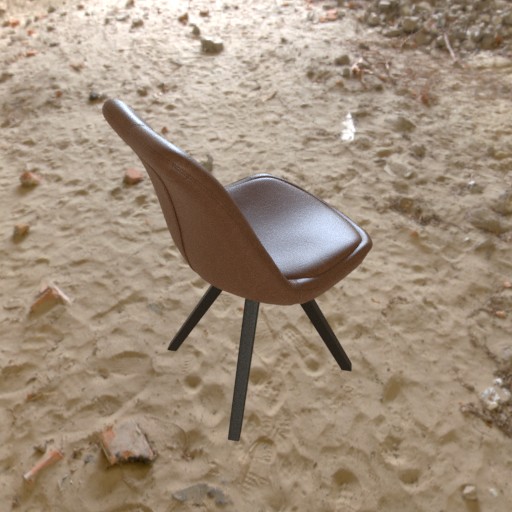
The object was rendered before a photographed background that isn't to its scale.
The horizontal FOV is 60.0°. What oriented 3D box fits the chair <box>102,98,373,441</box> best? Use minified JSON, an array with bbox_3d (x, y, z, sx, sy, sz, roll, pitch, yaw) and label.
[{"bbox_3d":[0.000,0.000,1.148,0.550,0.850,0.475,-24,46,-26],"label":"chair"}]
